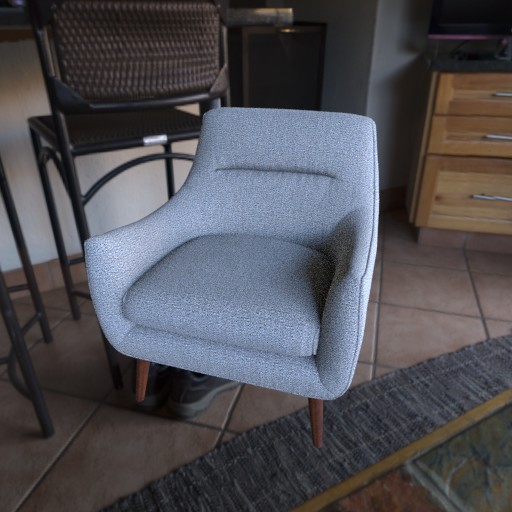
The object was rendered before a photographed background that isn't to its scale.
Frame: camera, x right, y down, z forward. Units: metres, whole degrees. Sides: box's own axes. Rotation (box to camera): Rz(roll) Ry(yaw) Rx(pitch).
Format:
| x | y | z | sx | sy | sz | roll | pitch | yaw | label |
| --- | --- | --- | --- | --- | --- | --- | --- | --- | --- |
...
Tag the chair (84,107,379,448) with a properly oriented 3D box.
| x | y | z | sx | sy | sz | roll | pitch | yaw | label |
| --- | --- | --- | --- | --- | --- | --- | --- | --- | --- |
| 0.000 | 0.000 | 1.465 | 0.762 | 0.838 | 0.787 | 8 | 28 | 16 | chair |
